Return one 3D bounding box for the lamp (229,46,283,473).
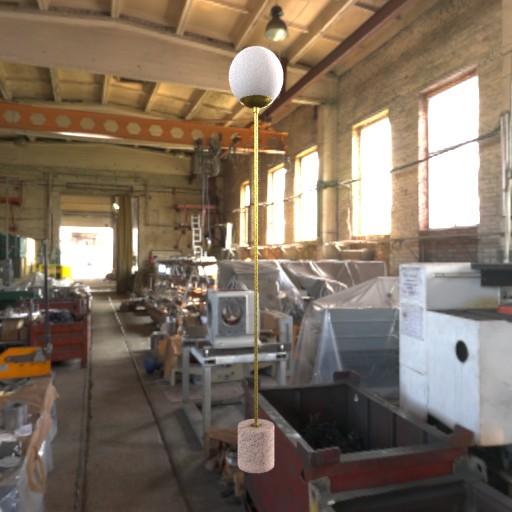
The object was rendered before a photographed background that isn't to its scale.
[{"bbox_3d":[0.000,0.000,1.864,0.229,1.748,0.229,0,-1,37],"label":"lamp"}]
